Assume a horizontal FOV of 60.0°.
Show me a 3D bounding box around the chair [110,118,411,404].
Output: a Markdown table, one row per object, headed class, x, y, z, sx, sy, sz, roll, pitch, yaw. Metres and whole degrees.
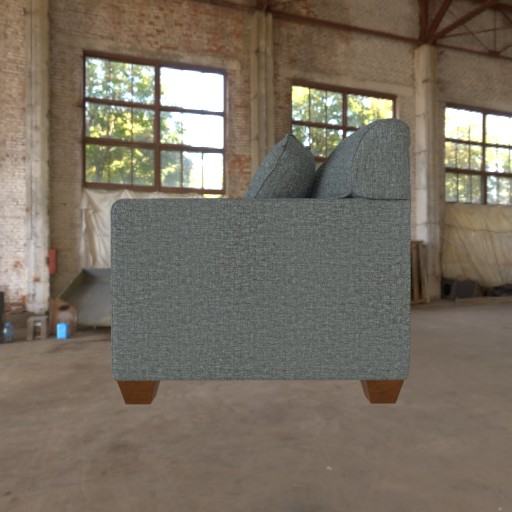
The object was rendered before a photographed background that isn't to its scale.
| class | x | y | z | sx | sy | sz | roll | pitch | yaw |
| --- | --- | --- | --- | --- | --- | --- | --- | --- | --- |
| chair | 0.000 | 0.000 | 2.070 | 1.000 | 0.948 | 1.383 | 0 | 0 | -1 |
